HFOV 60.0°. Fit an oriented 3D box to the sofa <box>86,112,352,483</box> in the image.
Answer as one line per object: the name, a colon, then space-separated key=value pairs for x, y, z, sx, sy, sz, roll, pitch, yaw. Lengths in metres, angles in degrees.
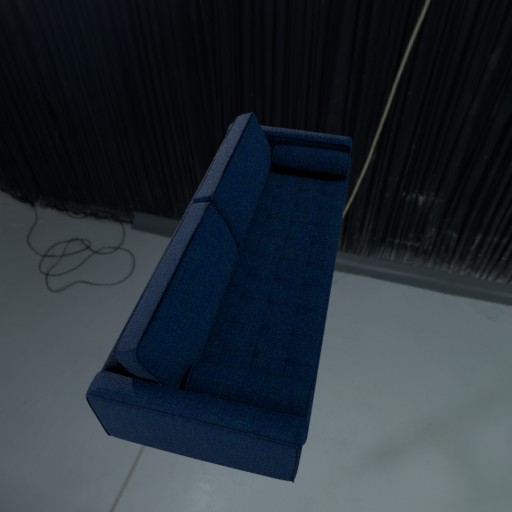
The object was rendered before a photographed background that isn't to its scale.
sofa: x=0.000 y=0.000 z=2.582 sx=0.914 sy=0.762 sz=2.210 roll=10 pitch=47 yaw=9
